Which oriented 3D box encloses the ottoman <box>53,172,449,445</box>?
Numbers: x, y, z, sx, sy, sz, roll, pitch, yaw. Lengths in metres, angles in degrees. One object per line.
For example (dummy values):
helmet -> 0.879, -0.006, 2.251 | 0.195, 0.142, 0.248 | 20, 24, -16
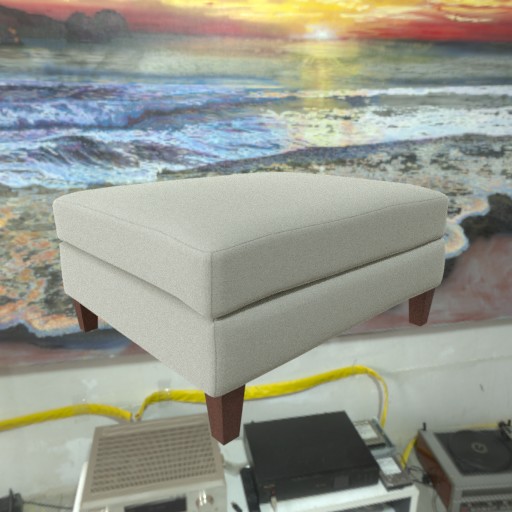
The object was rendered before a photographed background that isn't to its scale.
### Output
ottoman -> 0.000, 0.000, 1.432 | 0.976, 0.492, 0.836 | -15, 22, -41
